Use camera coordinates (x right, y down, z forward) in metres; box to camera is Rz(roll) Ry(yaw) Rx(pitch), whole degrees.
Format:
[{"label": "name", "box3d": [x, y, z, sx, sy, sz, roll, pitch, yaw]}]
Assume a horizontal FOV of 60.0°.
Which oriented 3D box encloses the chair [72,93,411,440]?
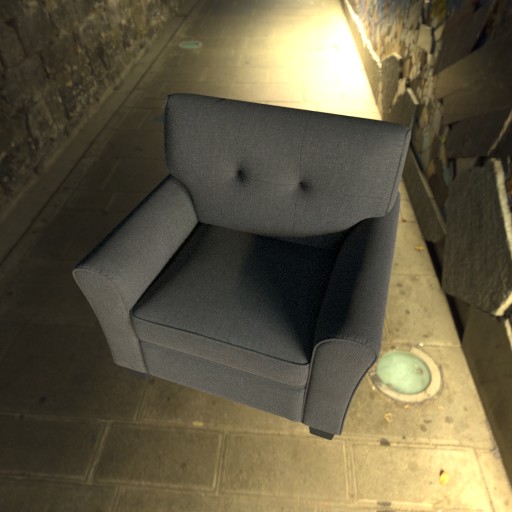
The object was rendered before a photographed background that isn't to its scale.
[{"label": "chair", "box3d": [0.000, 0.000, 1.596, 0.941, 0.890, 0.816, 13, 43, 14]}]
